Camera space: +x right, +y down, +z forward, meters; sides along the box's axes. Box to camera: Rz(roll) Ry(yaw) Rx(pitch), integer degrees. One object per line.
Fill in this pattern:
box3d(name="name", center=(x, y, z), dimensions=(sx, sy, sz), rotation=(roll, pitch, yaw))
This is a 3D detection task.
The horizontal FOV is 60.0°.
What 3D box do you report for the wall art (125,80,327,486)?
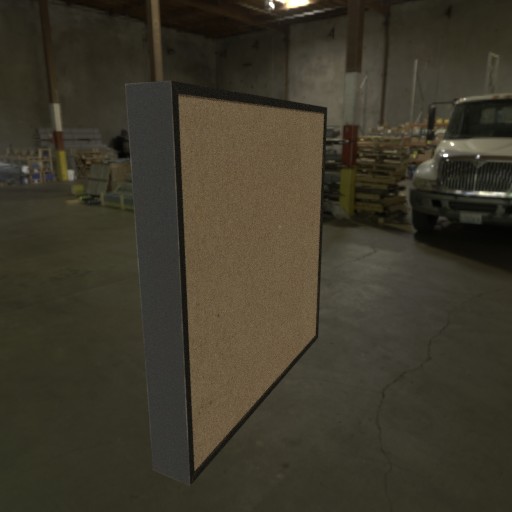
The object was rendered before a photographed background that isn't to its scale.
box3d(name="wall art", center=(0.000, 0.000, 0.455), dimensions=(0.038, 0.305, 0.305), rotation=(8, 17, 26))
